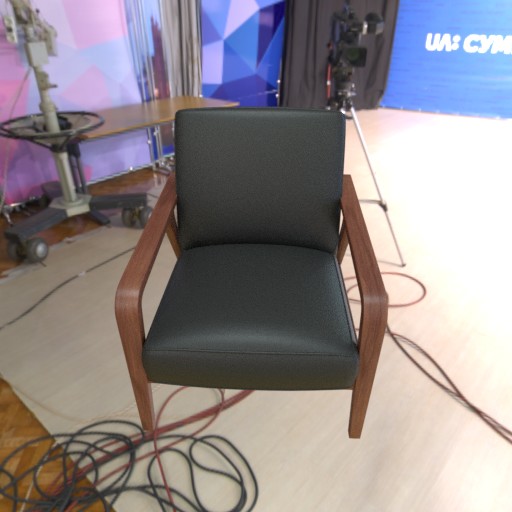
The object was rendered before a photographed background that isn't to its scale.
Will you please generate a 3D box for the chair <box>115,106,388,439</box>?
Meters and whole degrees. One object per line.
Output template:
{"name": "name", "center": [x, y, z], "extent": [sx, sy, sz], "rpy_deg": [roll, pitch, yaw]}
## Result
{"name": "chair", "center": [0.000, 0.000, 1.517], "extent": [0.719, 0.861, 0.889], "rpy_deg": [1, 31, 2]}
